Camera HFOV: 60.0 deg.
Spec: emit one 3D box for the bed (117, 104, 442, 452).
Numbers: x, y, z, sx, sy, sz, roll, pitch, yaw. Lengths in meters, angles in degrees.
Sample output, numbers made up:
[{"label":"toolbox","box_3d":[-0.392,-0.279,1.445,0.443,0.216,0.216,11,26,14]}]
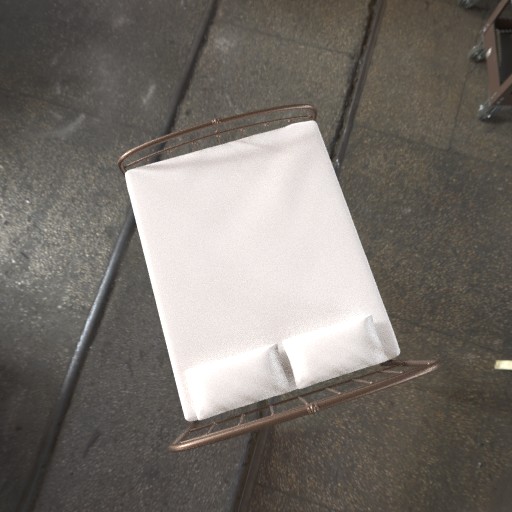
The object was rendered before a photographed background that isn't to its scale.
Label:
[{"label":"bed","box_3d":[0.000,0.000,3.291,1.711,1.475,2.168,-16,77,-4]}]
